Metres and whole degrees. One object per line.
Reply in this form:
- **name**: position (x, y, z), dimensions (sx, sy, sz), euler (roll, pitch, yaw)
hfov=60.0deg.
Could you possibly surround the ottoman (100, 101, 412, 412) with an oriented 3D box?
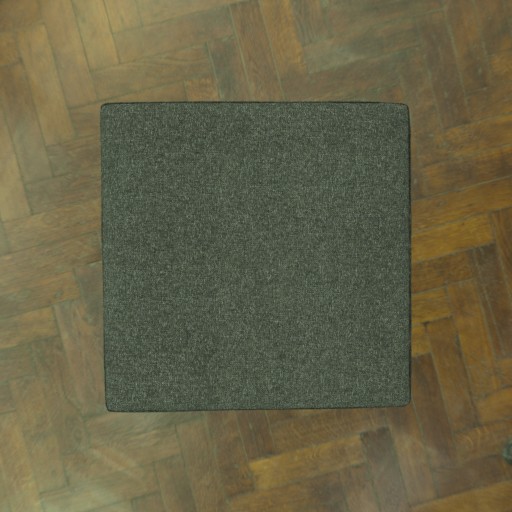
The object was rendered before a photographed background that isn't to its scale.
- **ottoman**: position (0.000, 0.000, 1.603), dimensions (1.021, 0.423, 1.017), euler (0, 91, -1)
